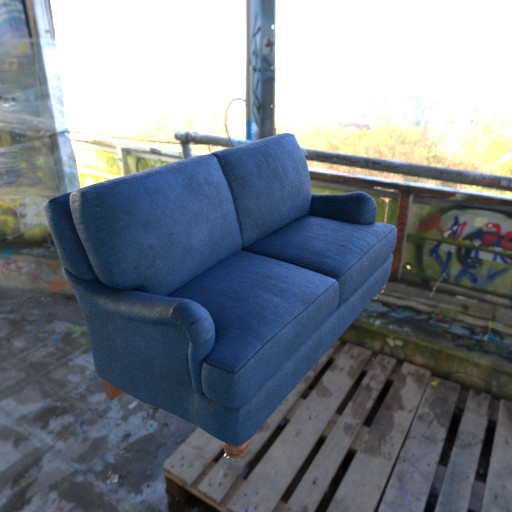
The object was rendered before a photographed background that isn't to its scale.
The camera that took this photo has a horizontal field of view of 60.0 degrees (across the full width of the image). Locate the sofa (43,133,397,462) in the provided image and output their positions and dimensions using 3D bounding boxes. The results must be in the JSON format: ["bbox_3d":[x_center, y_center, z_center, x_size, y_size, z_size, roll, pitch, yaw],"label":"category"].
[{"bbox_3d":[0.000,0.000,2.507,1.084,1.101,1.853,16,29,31],"label":"sofa"}]
